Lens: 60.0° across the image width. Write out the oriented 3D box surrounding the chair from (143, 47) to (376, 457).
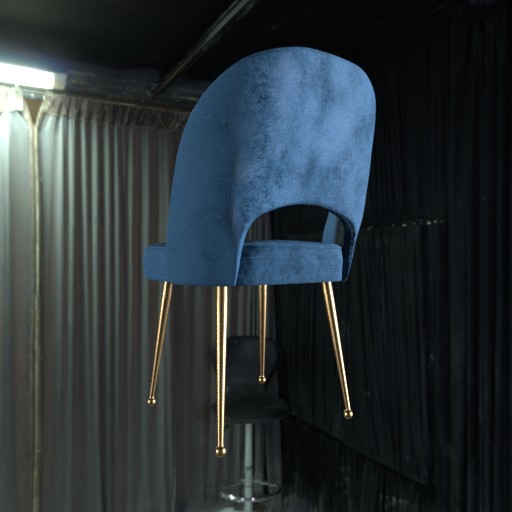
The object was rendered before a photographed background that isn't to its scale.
[{"bbox_3d":[0.000,0.000,1.178,0.527,0.860,0.577,0,0,-35],"label":"chair"}]
